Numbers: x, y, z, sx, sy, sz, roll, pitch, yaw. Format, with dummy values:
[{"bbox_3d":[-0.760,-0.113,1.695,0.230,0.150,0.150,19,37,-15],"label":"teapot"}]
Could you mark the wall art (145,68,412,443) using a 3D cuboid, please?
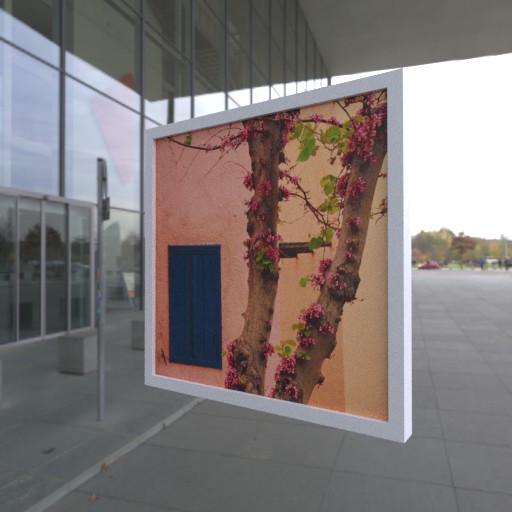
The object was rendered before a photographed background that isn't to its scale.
[{"bbox_3d":[0.000,0.000,0.757,0.507,0.508,0.038,0,-1,34],"label":"wall art"}]
